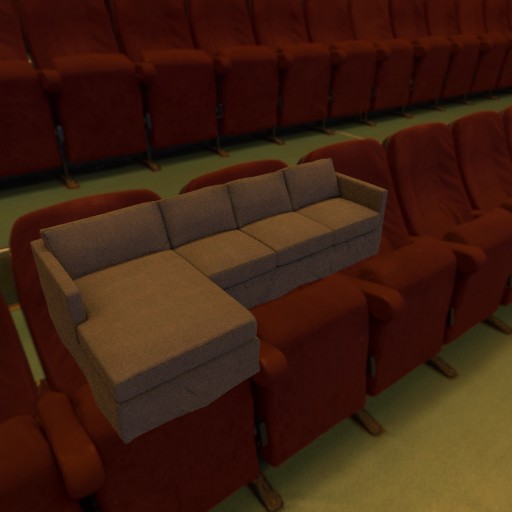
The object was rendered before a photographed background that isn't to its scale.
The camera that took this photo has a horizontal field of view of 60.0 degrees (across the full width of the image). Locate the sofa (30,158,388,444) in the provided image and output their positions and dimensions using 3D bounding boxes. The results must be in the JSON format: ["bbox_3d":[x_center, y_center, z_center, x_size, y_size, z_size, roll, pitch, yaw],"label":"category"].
[{"bbox_3d":[0.000,0.000,3.808,3.205,0.922,1.650,-20,34,-32],"label":"sofa"}]
